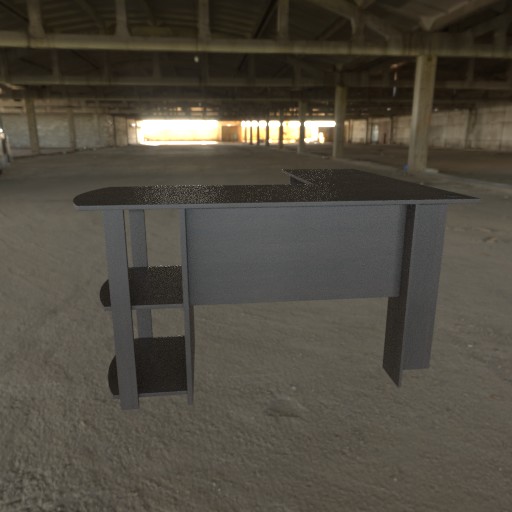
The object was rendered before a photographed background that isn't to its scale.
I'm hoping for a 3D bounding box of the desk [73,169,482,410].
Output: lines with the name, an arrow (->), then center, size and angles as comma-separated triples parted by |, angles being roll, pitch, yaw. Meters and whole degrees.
desk -> 0.000, 0.000, 2.119 | 1.361, 0.716, 1.303 | -2, 16, -7
